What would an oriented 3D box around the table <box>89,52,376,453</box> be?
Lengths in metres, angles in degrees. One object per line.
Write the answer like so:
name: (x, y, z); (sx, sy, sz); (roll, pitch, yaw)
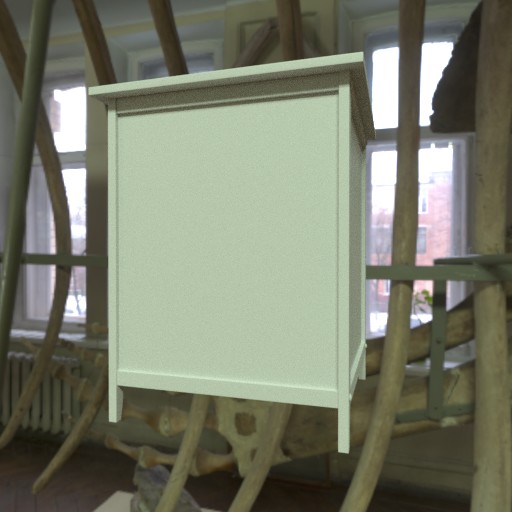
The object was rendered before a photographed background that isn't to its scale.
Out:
table: (0.000, 0.000, 0.758); (0.381, 0.483, 0.381); (0, 1, 17)
